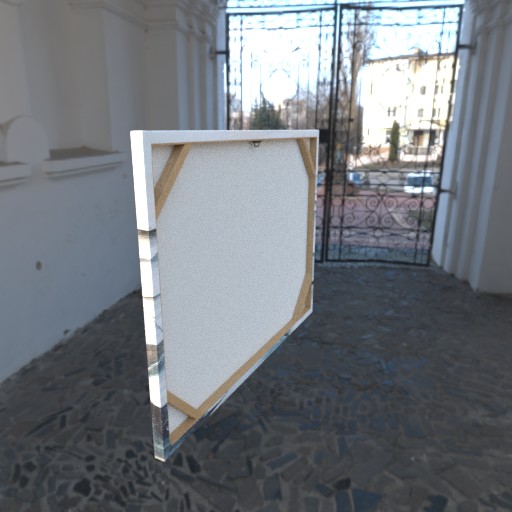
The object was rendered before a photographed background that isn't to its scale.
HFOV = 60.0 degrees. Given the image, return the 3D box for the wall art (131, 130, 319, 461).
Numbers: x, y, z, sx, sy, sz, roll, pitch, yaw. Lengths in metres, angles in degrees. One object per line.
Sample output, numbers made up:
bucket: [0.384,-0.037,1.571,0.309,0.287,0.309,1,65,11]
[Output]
wall art: [0.000,0.000,1.674,0.039,0.915,1.219,8,18,26]
